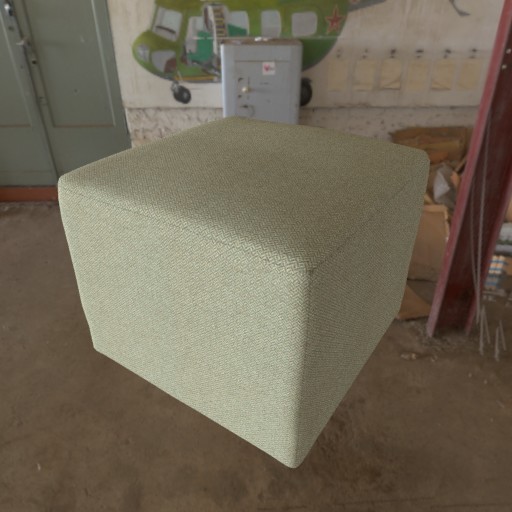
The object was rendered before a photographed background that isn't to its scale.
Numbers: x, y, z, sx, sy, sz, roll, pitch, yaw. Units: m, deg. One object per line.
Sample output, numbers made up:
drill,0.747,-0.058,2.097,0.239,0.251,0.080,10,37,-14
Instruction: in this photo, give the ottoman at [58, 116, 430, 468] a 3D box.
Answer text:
ottoman,0.000,0.000,0.912,0.512,0.453,0.521,20,37,29
